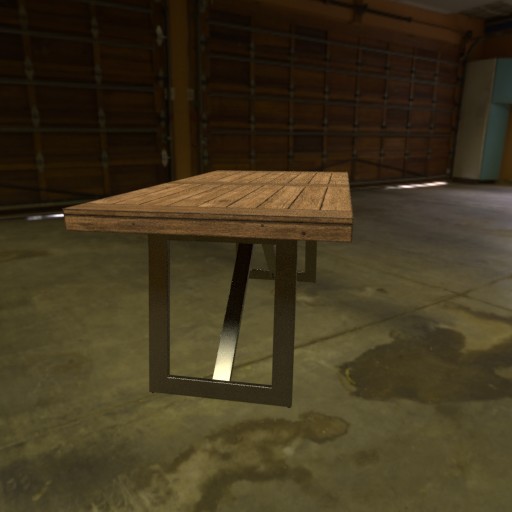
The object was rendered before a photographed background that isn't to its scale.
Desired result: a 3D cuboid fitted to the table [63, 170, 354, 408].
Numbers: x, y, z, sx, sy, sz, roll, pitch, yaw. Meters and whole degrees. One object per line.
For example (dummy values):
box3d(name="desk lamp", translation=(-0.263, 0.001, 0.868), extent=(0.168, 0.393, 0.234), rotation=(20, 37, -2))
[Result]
box3d(name="table", translation=(0.000, 0.000, 2.348), extent=(0.931, 0.757, 1.867), rotation=(3, 15, 10))
